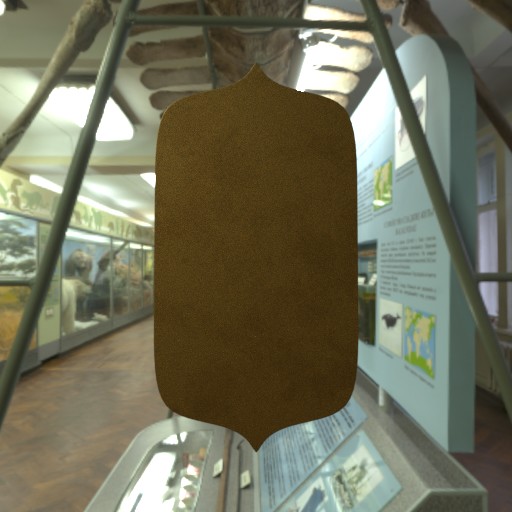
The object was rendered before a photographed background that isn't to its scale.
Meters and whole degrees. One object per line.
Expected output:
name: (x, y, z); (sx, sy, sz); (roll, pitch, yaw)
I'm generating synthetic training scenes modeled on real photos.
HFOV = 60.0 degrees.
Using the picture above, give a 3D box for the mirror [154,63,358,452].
mirror: (0.000, 0.000, 0.744); (0.323, 0.613, 0.096); (0, -2, -1)
